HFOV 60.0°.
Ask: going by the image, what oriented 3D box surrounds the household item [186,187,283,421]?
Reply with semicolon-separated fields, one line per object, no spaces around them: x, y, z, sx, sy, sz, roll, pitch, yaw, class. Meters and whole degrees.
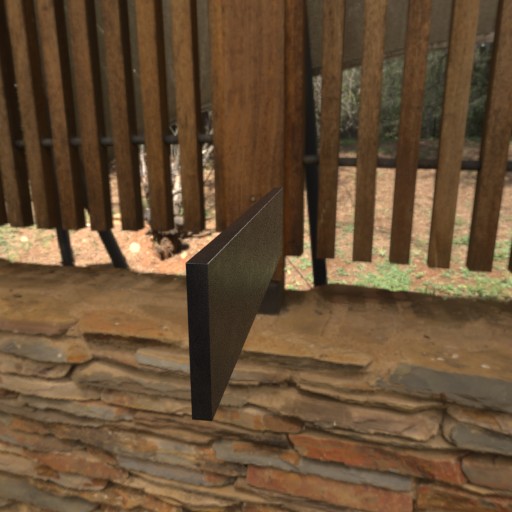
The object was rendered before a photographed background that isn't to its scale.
0.000;0.000;1.088;0.030;0.236;1.001;2;15;9;household item
